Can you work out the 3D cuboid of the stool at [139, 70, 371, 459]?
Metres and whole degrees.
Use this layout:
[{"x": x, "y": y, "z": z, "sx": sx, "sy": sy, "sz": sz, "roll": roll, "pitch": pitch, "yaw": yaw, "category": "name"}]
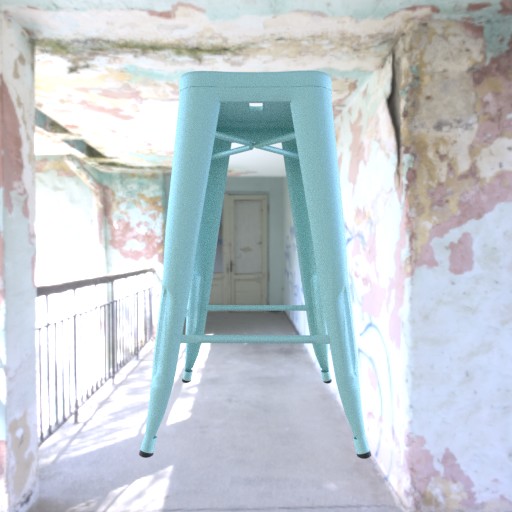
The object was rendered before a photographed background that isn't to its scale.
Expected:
[{"x": 0.000, "y": 0.000, "z": 0.863, "sx": 0.359, "sy": 0.609, "sz": 0.399, "roll": 0, "pitch": 1, "yaw": 0, "category": "stool"}]
